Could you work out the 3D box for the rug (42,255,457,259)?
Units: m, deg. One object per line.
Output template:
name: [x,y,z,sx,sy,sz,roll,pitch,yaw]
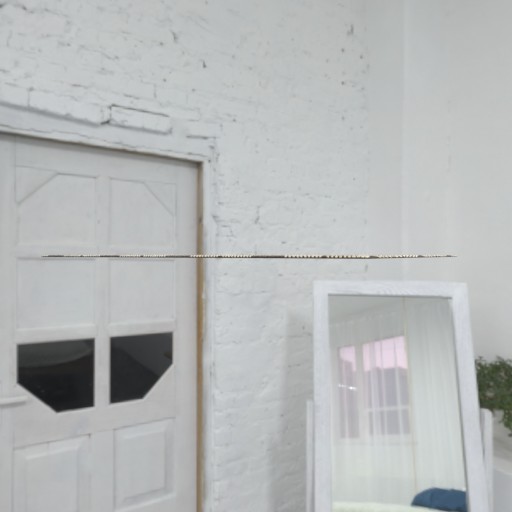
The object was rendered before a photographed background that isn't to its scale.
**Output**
rug: [0.000,0.000,4.133,3.048,0.016,2.438,0,0,35]
